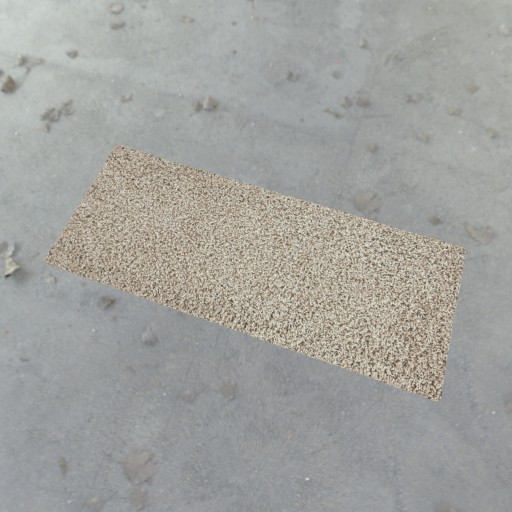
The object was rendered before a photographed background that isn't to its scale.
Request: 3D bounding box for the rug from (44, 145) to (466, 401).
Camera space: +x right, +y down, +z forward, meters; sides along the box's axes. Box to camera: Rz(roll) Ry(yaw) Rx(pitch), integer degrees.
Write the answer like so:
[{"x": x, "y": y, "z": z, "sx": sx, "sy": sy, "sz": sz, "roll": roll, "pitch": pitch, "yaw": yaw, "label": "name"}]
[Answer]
[{"x": 0.000, "y": 0.000, "z": 1.720, "sx": 1.524, "sy": 0.030, "sz": 0.609, "roll": 18, "pitch": 65, "yaw": 8, "label": "rug"}]
